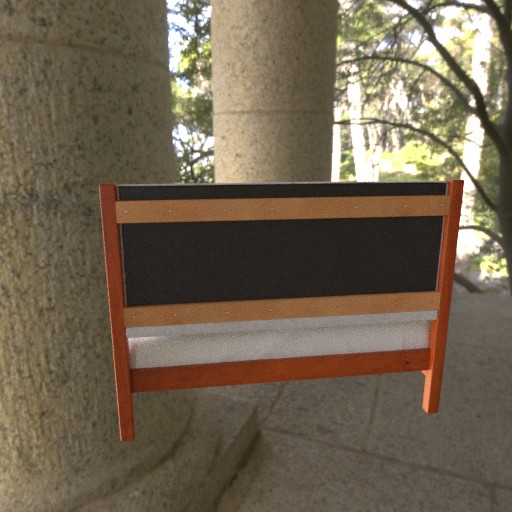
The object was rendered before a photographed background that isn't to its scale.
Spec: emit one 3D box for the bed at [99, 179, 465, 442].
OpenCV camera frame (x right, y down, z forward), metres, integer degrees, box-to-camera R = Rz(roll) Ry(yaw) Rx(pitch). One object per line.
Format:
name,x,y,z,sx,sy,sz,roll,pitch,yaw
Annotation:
bed,0.000,0.000,3.001,1.566,1.165,2.117,-2,14,-8
